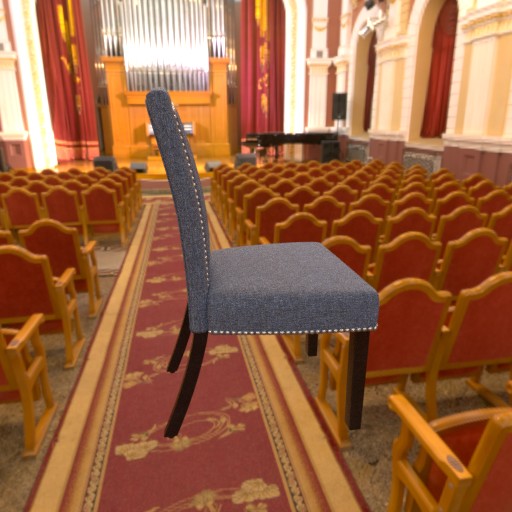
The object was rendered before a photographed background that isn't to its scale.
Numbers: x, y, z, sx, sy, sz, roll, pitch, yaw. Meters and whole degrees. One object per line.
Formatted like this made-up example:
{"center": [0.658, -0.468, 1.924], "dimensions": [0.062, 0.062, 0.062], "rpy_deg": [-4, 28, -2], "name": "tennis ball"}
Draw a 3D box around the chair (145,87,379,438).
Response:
{"center": [0.000, 0.000, 1.334], "dimensions": [0.589, 0.946, 0.518], "rpy_deg": [-3, 17, -9], "name": "chair"}
